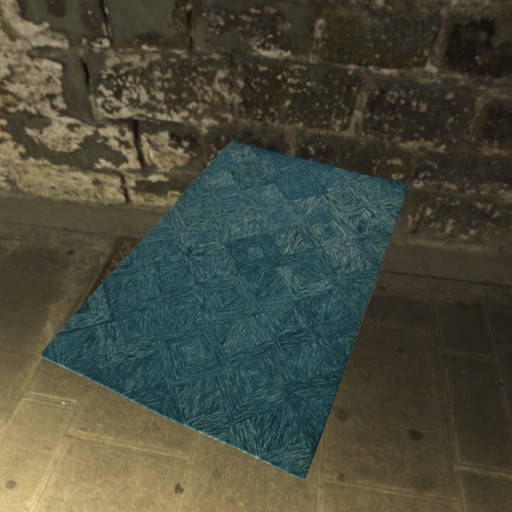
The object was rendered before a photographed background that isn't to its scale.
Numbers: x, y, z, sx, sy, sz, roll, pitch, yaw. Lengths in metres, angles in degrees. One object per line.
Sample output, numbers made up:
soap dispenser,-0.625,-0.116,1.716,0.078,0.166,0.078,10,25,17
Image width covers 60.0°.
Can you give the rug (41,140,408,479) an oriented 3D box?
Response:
rug,0.000,0.000,2.148,1.136,0.017,1.728,18,49,17
